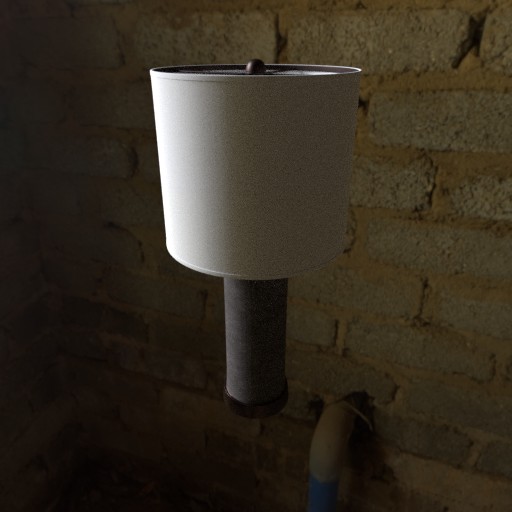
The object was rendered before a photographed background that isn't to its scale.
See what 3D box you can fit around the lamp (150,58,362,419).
[{"bbox_3d":[0.000,0.000,0.774,0.301,0.630,0.301,-8,27,-16],"label":"lamp"}]
